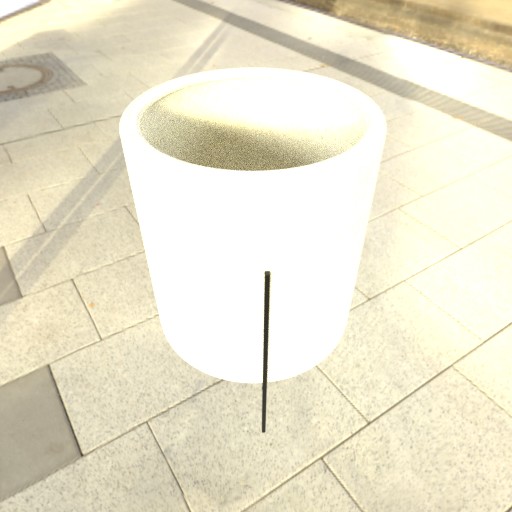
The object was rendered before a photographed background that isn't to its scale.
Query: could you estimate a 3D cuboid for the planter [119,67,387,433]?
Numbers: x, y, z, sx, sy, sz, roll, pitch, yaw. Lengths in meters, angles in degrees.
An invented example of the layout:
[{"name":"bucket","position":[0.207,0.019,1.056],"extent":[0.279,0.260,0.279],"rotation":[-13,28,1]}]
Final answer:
[{"name":"planter","position":[0.000,0.000,0.707],"extent":[0.333,0.483,0.324],"rotation":[-25,47,-26]}]
